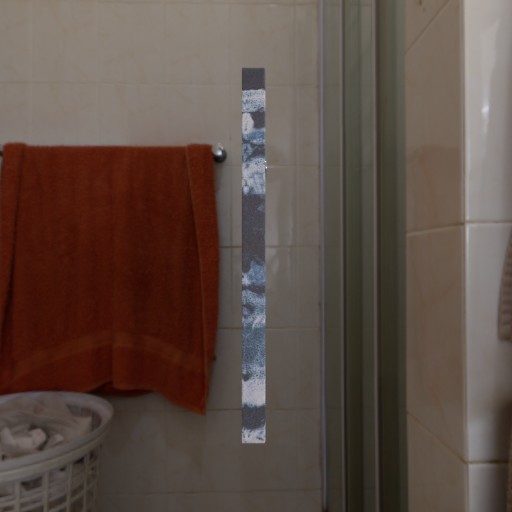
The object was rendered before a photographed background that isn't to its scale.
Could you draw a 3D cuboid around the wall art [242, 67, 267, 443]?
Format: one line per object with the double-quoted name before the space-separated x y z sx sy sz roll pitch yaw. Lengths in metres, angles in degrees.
"wall art" 0.000 0.000 1.173 0.042 0.610 0.915 0 0 0
